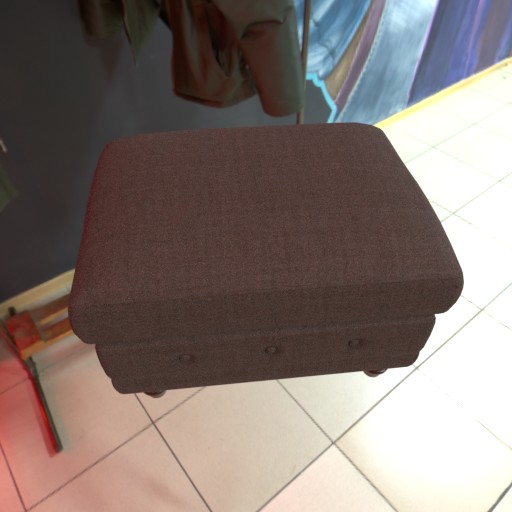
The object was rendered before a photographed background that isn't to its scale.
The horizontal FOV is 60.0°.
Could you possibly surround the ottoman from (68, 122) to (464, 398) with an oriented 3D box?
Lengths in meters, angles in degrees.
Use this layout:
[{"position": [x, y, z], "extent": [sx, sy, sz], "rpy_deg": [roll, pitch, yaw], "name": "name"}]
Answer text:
[{"position": [0.000, 0.000, 1.193], "extent": [0.809, 0.555, 0.599], "rpy_deg": [-4, 46, -4], "name": "ottoman"}]
